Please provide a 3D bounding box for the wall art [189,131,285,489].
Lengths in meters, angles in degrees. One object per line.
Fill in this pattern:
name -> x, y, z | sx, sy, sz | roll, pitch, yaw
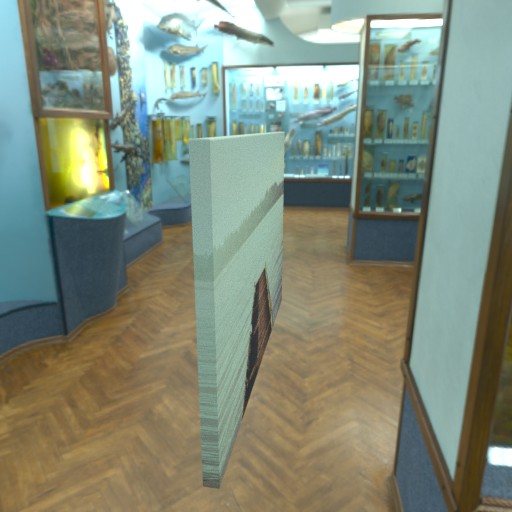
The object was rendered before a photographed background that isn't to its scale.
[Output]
wall art -> 0.000, 0.000, 1.438 | 0.040, 0.765, 1.149 | 3, 17, 10
